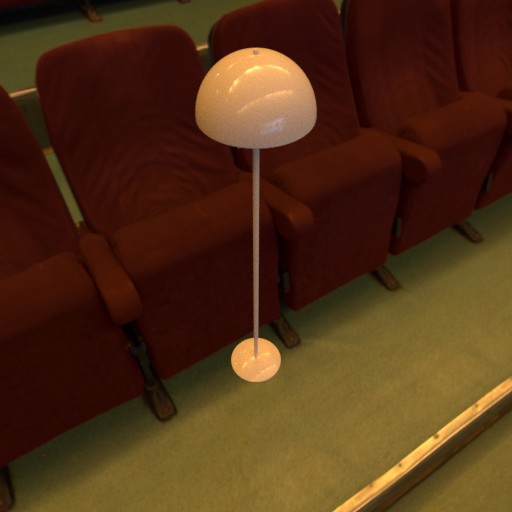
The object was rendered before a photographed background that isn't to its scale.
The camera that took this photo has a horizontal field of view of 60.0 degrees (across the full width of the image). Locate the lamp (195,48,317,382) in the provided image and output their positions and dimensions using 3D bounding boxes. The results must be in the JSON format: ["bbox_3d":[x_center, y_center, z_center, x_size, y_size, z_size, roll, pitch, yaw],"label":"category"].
[{"bbox_3d":[0.000,0.000,1.622,0.328,1.480,0.328,-25,52,-21],"label":"lamp"}]
